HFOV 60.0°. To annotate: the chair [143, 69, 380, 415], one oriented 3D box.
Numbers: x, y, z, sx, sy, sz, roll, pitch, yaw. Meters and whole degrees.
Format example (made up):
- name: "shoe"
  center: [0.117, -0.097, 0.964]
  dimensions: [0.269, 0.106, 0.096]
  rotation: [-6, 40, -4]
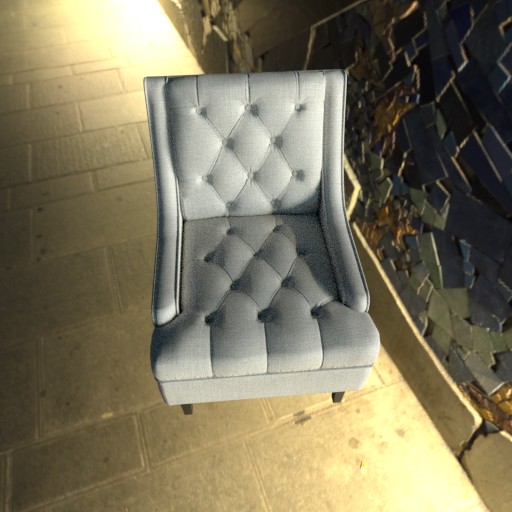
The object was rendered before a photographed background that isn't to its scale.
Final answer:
- name: "chair"
  center: [0.000, 0.000, 1.441]
  dimensions: [0.658, 0.891, 0.772]
  rotation: [-3, 47, -3]
